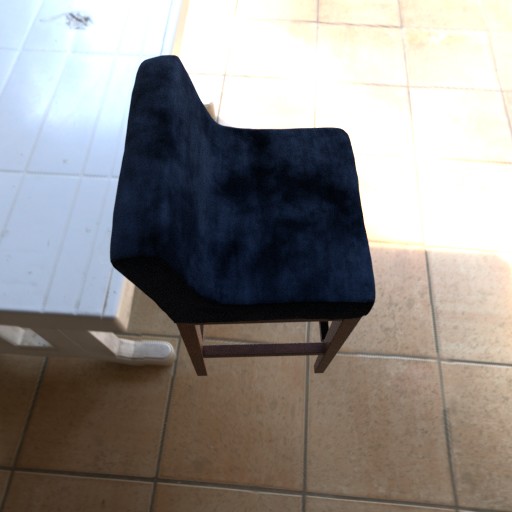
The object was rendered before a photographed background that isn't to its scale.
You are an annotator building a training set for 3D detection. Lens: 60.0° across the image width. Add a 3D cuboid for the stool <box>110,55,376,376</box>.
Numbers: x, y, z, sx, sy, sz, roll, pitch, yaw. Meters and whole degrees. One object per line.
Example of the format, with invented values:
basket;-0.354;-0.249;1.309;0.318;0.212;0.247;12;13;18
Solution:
stool;0.000;0.000;1.252;0.516;0.945;0.511;-1;62;-1
